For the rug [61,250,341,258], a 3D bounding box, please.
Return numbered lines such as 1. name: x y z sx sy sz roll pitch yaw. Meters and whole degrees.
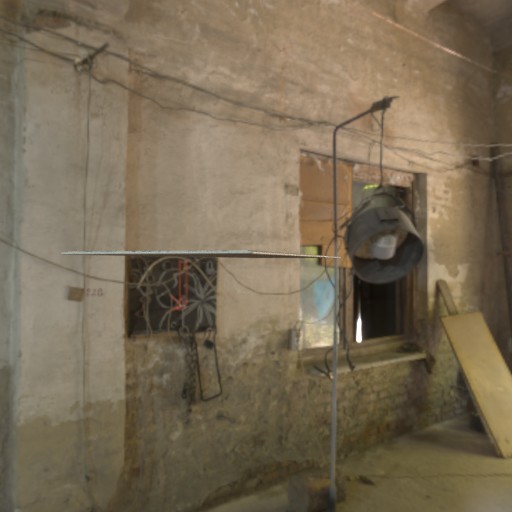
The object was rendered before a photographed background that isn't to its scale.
1. rug: 0.000 0.000 2.405 0.662 0.011 2.196 0 -1 17
